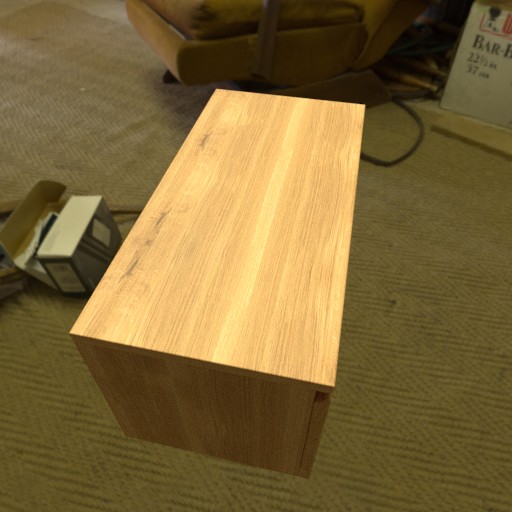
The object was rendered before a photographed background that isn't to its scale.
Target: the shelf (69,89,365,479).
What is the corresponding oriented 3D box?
[{"bbox_3d":[0.000,0.000,1.049,0.400,0.400,0.800,9,48,9],"label":"shelf"}]
